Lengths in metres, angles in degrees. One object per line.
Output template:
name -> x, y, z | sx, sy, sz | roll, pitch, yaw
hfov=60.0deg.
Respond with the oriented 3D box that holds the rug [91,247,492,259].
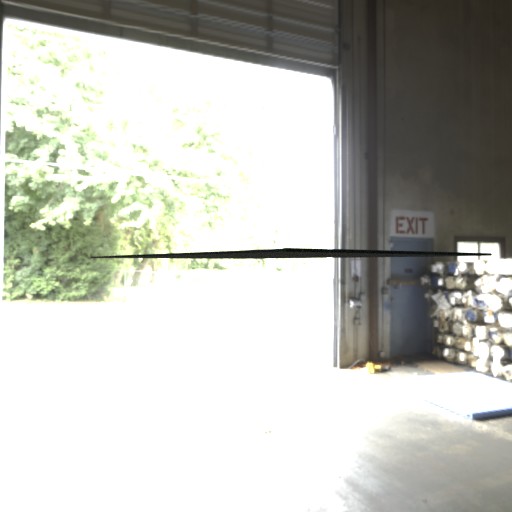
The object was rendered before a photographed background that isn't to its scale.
rug -> 0.000, 0.000, 3.025 | 1.530, 0.015, 2.449 | 1, -1, -36
